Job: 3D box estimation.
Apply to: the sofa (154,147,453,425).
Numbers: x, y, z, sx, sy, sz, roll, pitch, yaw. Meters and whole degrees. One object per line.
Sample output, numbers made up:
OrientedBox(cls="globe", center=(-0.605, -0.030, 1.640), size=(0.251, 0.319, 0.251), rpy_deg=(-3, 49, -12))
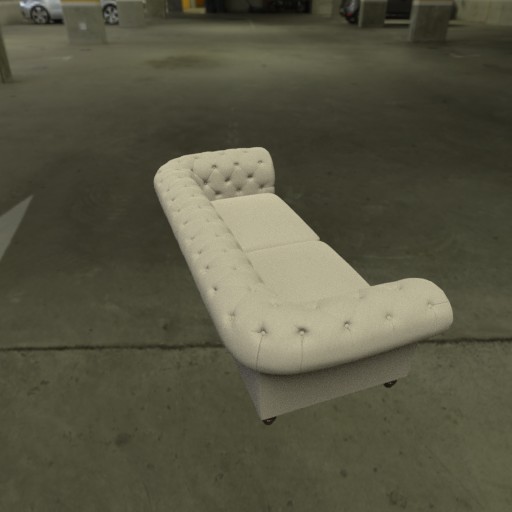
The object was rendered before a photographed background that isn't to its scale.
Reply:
OrientedBox(cls="sofa", center=(0.000, 0.000, 2.854), size=(0.991, 0.749, 2.411), rpy_deg=(-11, 32, -17))
